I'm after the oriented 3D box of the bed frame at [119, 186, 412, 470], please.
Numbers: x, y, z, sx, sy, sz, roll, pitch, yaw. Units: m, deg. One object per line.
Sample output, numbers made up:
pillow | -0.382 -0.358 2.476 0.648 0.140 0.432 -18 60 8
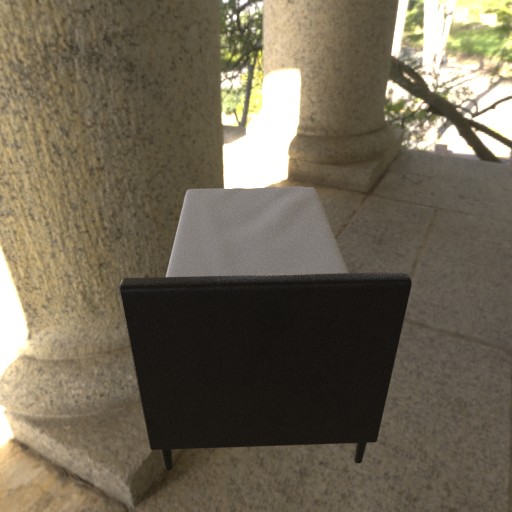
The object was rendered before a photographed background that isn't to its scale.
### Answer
bed frame | 0.000 0.000 2.539 1.038 1.046 2.152 -1 31 -2
